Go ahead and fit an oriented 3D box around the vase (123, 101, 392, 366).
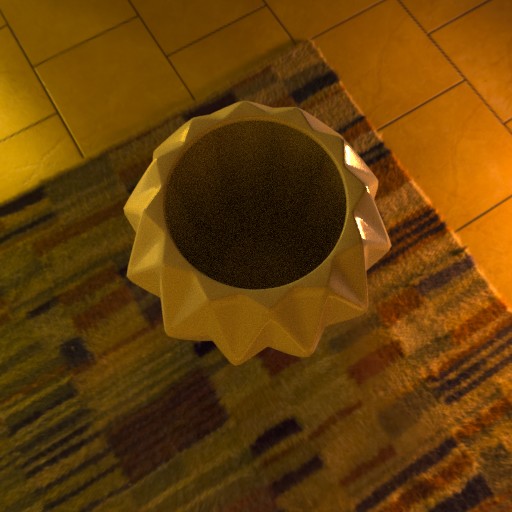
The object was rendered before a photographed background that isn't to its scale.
[{"bbox_3d":[0.000,0.000,0.398,0.195,0.275,0.195,0,76,0],"label":"vase"}]
